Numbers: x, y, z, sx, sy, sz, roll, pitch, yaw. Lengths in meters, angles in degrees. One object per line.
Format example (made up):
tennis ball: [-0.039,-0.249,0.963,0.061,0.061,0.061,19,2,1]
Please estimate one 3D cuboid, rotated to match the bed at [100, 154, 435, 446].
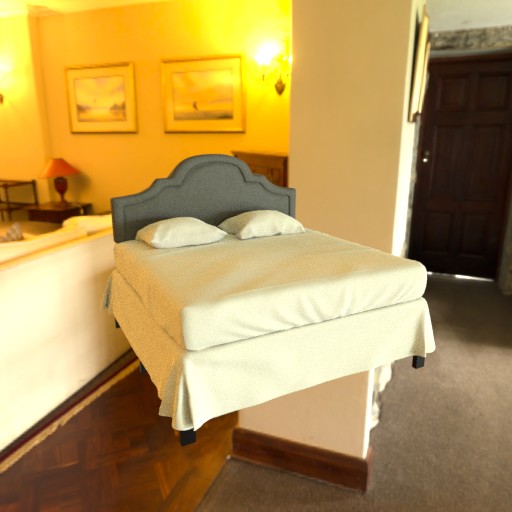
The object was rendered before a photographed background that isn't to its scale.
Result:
bed: [0.000,0.000,3.752,2.303,1.631,2.222,-8,17,-27]
